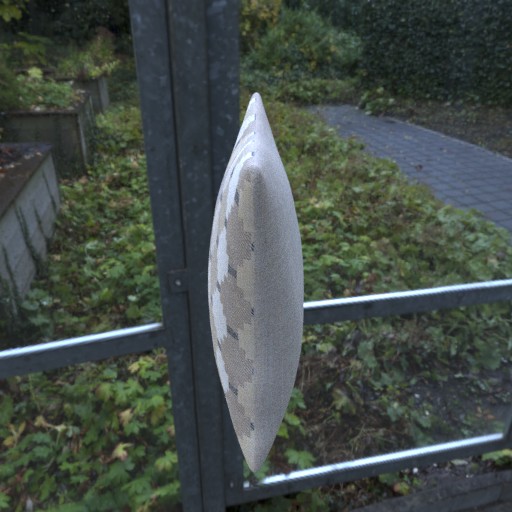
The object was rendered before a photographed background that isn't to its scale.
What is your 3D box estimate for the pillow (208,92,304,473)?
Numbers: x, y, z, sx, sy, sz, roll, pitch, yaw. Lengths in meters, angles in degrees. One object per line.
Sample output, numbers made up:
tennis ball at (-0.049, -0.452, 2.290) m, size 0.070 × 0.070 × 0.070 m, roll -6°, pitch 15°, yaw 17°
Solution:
pillow at (0.000, 0.000, 0.896) m, size 0.192 × 0.558 × 0.578 m, roll 0°, pitch 27°, yaw 0°
